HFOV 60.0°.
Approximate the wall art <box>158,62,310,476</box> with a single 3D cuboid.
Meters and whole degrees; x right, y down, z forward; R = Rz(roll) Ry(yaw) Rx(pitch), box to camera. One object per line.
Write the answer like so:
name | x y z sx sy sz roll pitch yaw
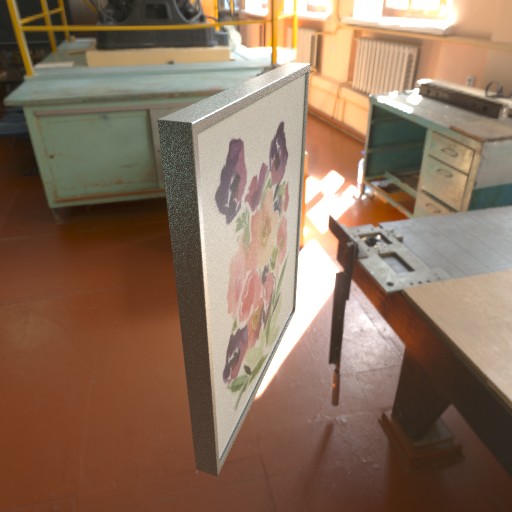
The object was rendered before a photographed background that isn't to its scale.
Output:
wall art | 0.000 0.000 0.747 0.038 0.549 0.452 11 32 17
